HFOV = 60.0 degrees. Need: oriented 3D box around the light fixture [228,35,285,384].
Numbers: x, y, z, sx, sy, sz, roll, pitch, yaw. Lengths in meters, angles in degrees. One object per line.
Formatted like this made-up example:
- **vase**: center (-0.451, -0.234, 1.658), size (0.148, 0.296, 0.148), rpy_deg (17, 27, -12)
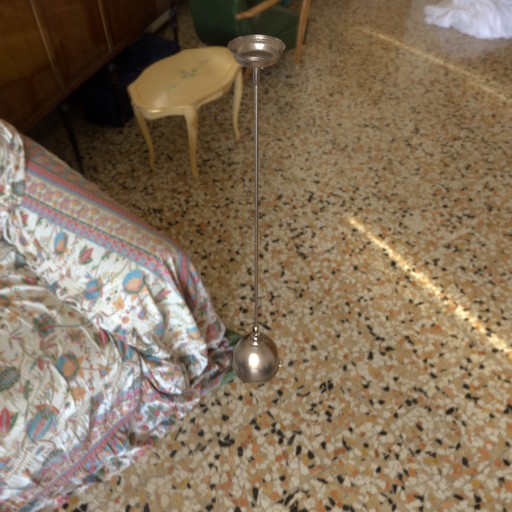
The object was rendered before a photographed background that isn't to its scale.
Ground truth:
- **light fixture**: center (0.000, 0.000, 1.490), size (0.211, 1.367, 0.217), rpy_deg (-16, 48, -15)
